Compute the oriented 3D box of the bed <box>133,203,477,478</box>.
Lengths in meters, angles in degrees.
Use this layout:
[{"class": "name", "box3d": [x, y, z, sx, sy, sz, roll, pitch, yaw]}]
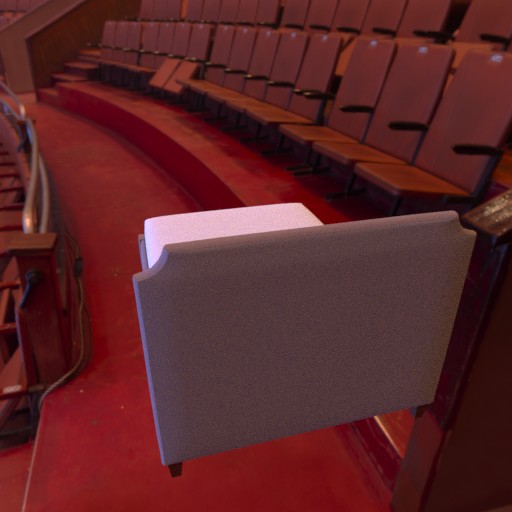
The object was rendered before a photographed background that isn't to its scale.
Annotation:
[{"class": "bed", "box3d": [0.000, 0.000, 3.309, 1.713, 1.443, 2.372, -7, 29, -14]}]
